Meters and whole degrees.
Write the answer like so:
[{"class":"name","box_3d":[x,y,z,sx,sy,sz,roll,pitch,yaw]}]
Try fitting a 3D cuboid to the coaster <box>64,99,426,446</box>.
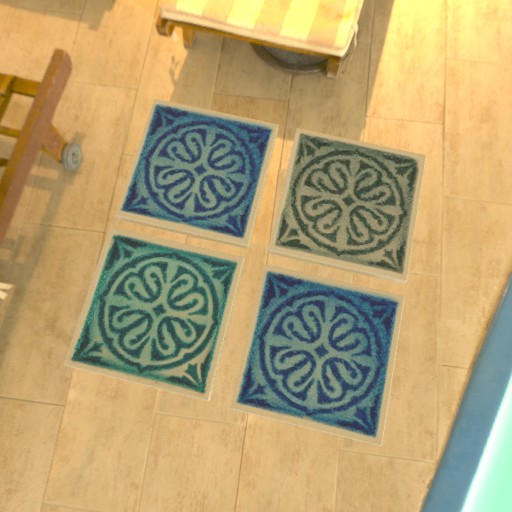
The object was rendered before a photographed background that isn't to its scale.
[{"class":"coaster","box_3d":[0.000,0.000,0.326,0.219,0.010,0.214,13,76,3]}]
